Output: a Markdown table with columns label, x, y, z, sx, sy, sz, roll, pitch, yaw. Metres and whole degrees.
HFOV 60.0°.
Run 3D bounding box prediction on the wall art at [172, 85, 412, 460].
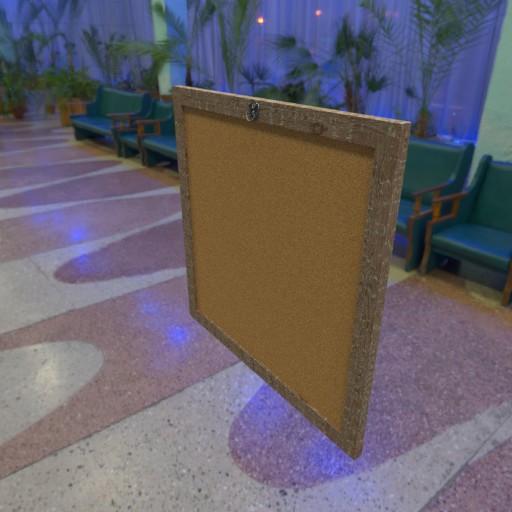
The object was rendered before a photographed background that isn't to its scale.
| label | x | y | z | sx | sy | sz | roll | pitch | yaw |
| --- | --- | --- | --- | --- | --- | --- | --- | --- | --- |
| wall art | 0.000 | 0.000 | 0.567 | 0.022 | 0.380 | 0.380 | -19 | 32 | -33 |
